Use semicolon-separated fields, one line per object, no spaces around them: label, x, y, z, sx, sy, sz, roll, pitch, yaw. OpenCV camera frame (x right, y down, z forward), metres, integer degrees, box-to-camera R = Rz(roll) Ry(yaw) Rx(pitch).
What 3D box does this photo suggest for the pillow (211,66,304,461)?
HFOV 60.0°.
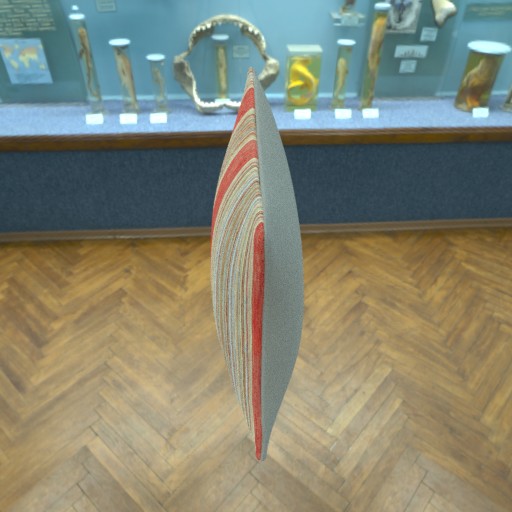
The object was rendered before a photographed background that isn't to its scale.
pillow;0.000;0.000;0.666;0.136;0.419;0.437;-1;41;-1
